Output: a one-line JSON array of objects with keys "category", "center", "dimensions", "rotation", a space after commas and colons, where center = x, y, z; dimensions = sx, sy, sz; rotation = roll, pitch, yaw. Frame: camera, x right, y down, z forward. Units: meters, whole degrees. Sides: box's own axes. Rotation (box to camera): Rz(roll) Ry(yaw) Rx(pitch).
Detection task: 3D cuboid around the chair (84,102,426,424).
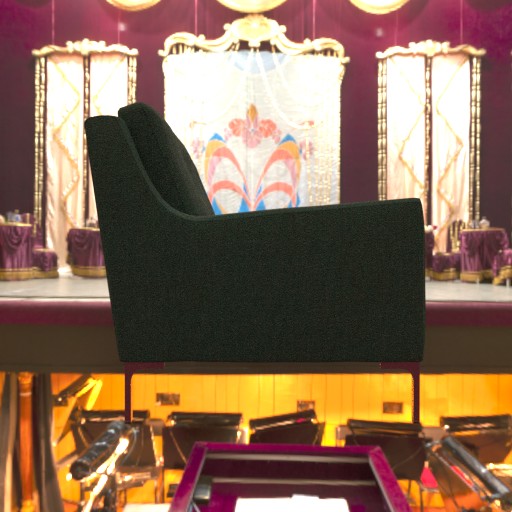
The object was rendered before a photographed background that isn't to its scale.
[{"category": "chair", "center": [0.000, 0.000, 1.491], "dimensions": [0.849, 0.828, 0.847], "rotation": [0, 0, 0]}]
